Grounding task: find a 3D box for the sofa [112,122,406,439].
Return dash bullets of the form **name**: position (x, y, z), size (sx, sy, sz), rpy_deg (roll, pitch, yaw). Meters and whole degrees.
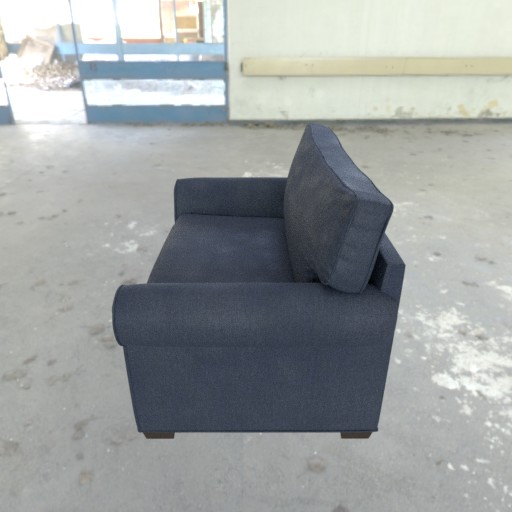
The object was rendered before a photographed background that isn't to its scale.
- **sofa**: position (0.000, 0.000, 2.049), size (0.938, 1.004, 1.405), rpy_deg (0, 27, 0)
